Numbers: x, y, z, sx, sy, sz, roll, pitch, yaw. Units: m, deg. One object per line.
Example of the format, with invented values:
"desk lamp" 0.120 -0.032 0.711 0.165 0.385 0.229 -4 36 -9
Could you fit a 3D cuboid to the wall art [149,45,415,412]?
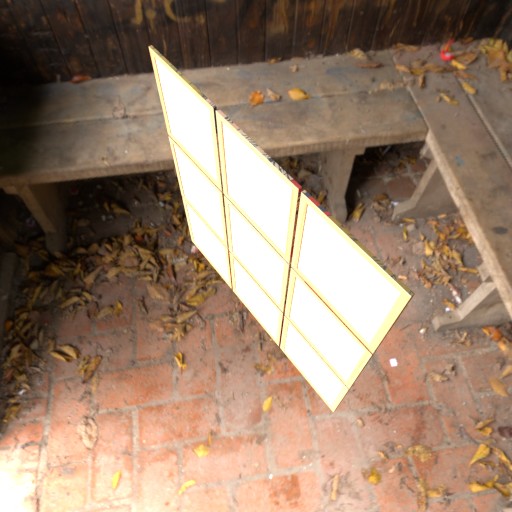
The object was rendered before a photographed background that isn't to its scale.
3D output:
"wall art" 0.000 0.000 1.801 0.013 1.218 1.206 -33 64 -18
